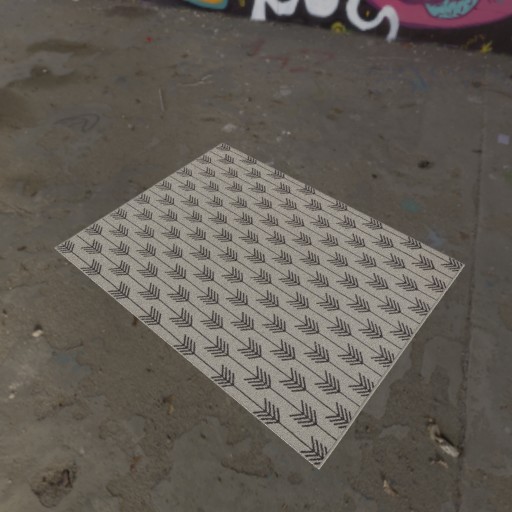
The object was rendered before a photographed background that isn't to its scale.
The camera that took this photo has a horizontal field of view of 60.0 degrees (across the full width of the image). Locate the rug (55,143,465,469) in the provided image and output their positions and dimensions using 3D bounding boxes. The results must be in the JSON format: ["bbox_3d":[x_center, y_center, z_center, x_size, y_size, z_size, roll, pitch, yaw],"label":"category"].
[{"bbox_3d":[0.000,0.000,4.142,3.061,0.010,2.330,32,55,26],"label":"rug"}]
